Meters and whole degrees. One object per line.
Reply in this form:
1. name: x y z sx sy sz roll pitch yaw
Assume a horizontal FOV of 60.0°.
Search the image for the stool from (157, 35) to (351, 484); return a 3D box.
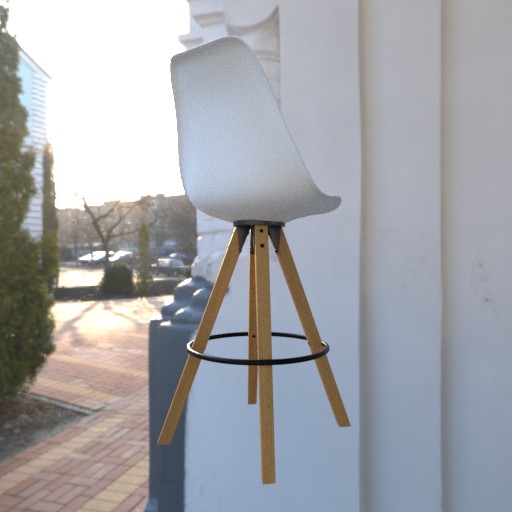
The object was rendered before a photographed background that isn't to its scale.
1. stool: 0.000 0.000 1.379 0.482 1.115 0.549 0 0 36
